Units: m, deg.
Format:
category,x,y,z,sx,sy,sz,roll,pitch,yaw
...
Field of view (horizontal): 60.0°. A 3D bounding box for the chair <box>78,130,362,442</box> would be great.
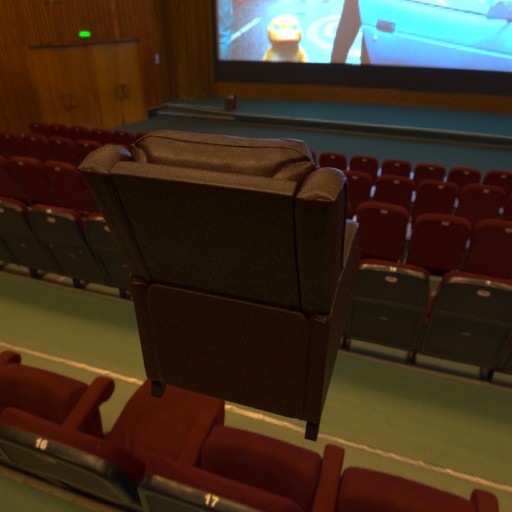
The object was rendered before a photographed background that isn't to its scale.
category,x,y,z,sx,sy,sz,roll,pitch,yaw
chair,0.000,0.000,1.780,0.770,1.132,0.982,10,31,16
